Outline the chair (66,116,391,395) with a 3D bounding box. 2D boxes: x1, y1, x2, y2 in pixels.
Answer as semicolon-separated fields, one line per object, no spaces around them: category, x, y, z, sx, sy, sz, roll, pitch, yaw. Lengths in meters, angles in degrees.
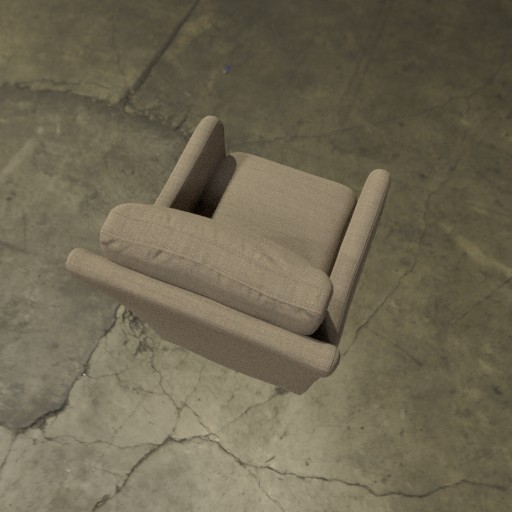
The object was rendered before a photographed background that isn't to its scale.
chair;0.000;0.000;1.355;0.626;0.914;0.694;20;67;9
